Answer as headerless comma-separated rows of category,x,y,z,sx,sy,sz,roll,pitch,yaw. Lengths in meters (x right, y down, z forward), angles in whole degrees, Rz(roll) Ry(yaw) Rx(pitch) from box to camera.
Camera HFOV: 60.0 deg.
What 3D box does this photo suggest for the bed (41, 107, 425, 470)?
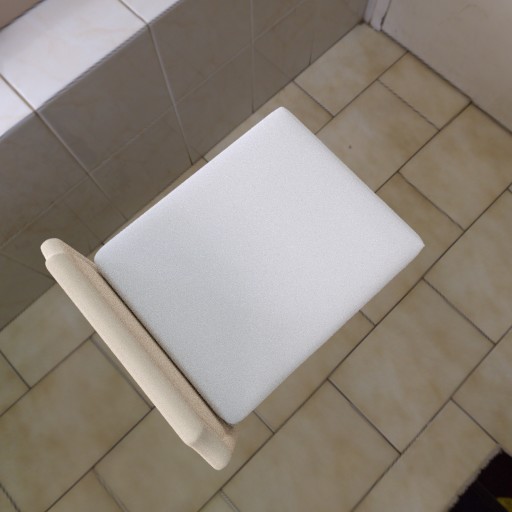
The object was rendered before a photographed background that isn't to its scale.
bed,0.000,0.000,3.316,2.209,1.296,1.827,-41,78,-10
